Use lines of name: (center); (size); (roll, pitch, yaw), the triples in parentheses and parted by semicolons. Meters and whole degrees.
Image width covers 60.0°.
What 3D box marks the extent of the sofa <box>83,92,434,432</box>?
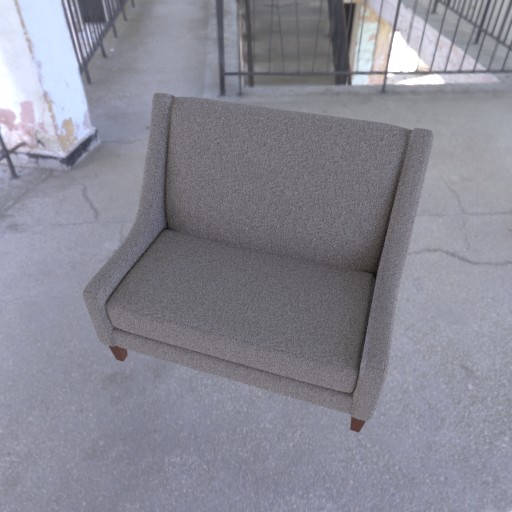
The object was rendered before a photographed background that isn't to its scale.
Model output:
sofa: (0.000, 0.000, 1.936); (1.242, 1.026, 0.862); (12, 43, 14)
